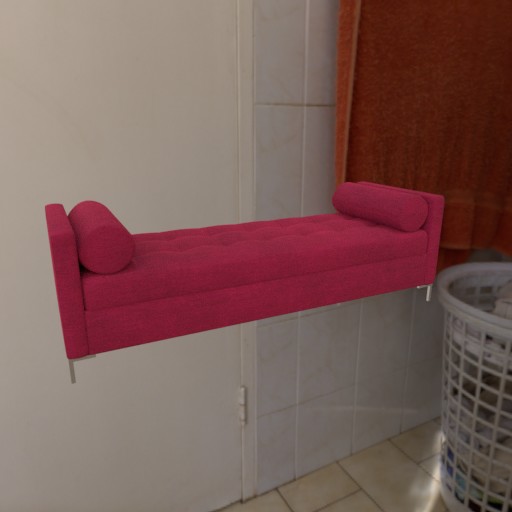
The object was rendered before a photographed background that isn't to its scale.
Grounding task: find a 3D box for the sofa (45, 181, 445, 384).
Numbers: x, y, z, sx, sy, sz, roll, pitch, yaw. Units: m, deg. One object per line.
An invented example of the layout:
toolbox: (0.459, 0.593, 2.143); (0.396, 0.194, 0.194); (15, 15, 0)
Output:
sofa: (0.000, 0.000, 2.383); (1.981, 0.635, 0.686); (-8, 19, -25)
